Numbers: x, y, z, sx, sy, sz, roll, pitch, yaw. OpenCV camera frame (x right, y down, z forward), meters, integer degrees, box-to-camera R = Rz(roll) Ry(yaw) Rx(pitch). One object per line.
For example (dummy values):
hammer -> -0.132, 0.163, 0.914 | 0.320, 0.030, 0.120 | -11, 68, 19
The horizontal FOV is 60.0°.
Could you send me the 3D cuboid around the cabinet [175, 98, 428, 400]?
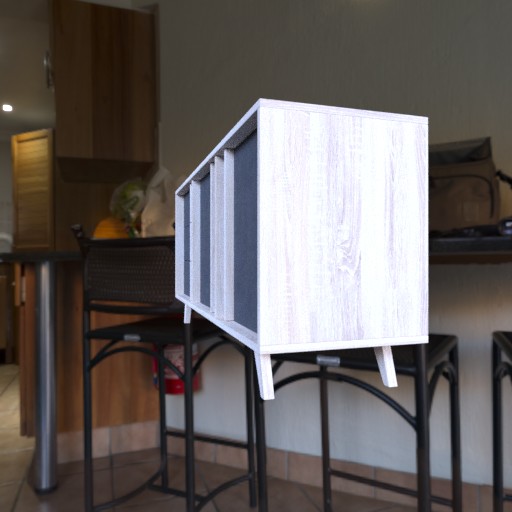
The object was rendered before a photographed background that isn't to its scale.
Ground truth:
cabinet -> 0.000, 0.000, 1.961 | 0.500, 0.780, 1.650 | 0, 0, -17
